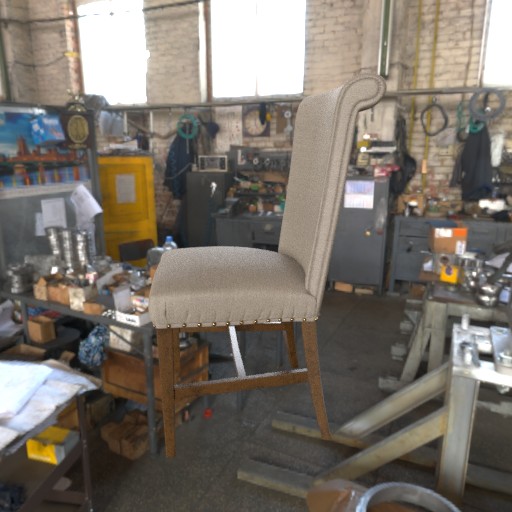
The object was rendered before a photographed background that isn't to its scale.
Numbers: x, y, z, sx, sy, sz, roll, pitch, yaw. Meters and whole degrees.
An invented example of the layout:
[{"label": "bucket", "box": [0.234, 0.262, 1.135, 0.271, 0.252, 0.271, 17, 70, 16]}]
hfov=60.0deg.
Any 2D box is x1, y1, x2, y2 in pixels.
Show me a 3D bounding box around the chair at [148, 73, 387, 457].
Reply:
[{"label": "chair", "box": [0.000, 0.000, 1.356, 0.608, 0.988, 0.513, -2, 14, -8]}]
